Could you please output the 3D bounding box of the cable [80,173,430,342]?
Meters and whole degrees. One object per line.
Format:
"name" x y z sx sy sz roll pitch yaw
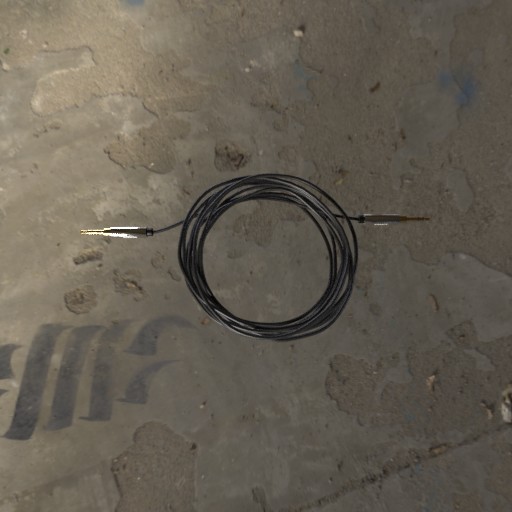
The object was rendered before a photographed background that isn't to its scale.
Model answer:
"cable" 0.000 0.000 0.512 0.432 0.069 0.198 0 76 0
